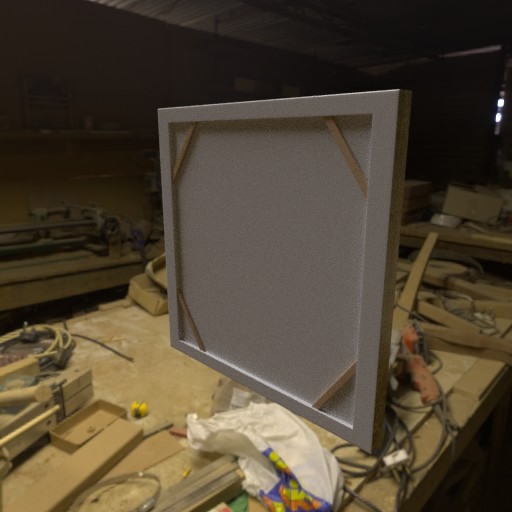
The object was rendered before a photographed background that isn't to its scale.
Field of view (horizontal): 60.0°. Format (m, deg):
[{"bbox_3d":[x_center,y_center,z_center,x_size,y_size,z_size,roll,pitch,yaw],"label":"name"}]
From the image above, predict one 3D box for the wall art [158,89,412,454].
[{"bbox_3d":[0.000,0.000,0.927,0.610,0.610,0.038,14,20,43],"label":"wall art"}]
